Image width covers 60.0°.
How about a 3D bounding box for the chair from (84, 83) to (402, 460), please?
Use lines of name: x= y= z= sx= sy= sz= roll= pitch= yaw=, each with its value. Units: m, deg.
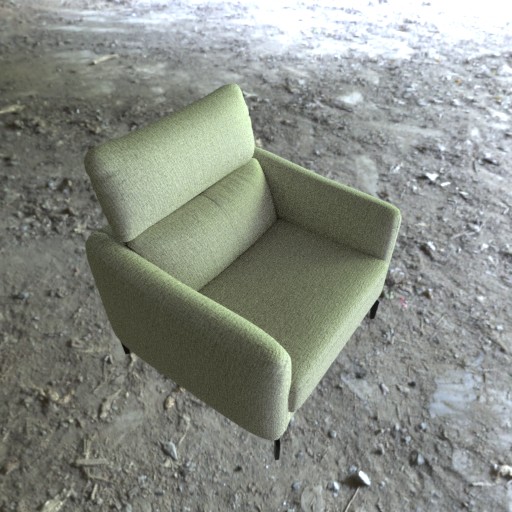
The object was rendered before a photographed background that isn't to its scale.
chair: x=0.000 y=0.000 z=1.694 sx=0.835 sy=0.967 sz=0.972 roll=25 pitch=47 yaw=26
